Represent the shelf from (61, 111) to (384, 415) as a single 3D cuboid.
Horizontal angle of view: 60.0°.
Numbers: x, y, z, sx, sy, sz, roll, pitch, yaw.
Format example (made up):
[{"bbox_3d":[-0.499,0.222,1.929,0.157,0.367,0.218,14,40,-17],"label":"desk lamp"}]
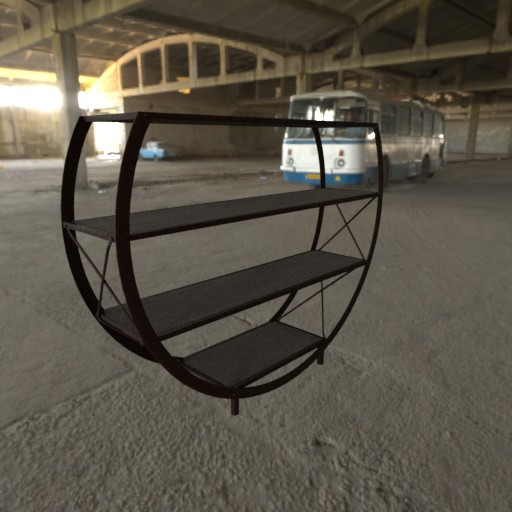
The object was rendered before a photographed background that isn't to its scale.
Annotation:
[{"bbox_3d":[0.000,0.000,1.811,0.344,1.063,1.403,14,20,42],"label":"shelf"}]
